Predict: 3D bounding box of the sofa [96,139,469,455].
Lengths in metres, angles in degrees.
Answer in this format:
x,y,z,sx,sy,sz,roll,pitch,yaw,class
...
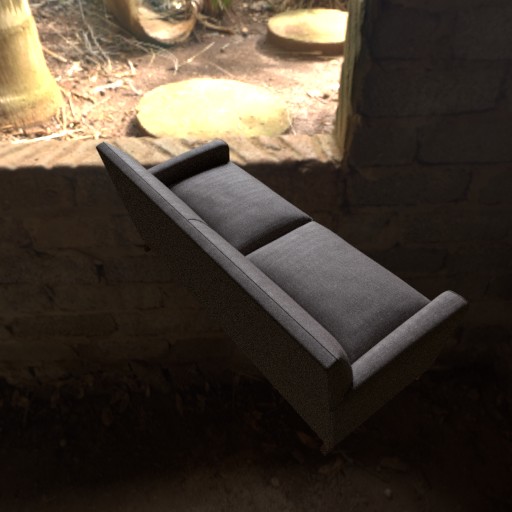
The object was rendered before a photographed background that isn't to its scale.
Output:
x,y,z,sx,sy,sz,roll,pitch,yaw,class
0.000,0.000,2.439,0.875,0.846,1.976,-27,48,-27,sofa
